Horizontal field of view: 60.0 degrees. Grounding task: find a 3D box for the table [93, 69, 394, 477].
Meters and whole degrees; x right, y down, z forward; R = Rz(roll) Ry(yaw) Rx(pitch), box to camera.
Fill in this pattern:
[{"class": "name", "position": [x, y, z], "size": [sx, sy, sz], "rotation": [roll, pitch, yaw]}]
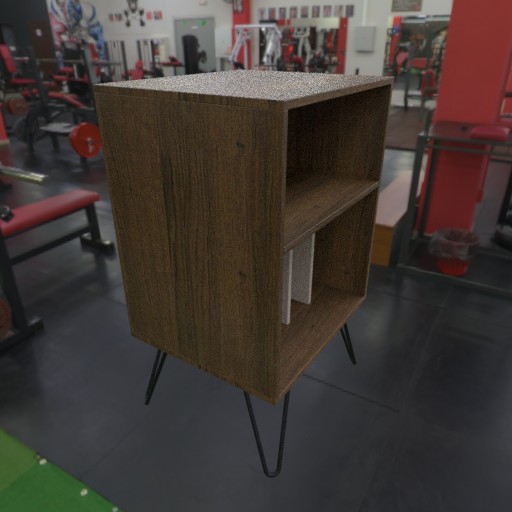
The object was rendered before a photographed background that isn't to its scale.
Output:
[{"class": "table", "position": [0.000, 0.000, 1.171], "size": [0.457, 0.866, 0.526], "rotation": [17, 31, 30]}]
